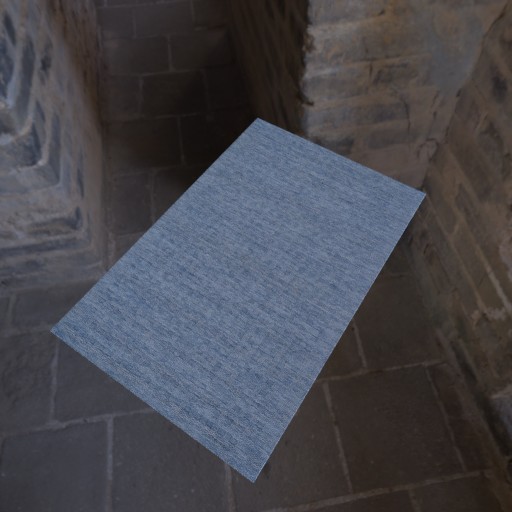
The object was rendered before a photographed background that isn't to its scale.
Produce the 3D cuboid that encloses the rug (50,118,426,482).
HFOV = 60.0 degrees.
[{"bbox_3d":[0.000,0.000,2.288,1.142,0.006,1.752,29,62,17],"label":"rug"}]
